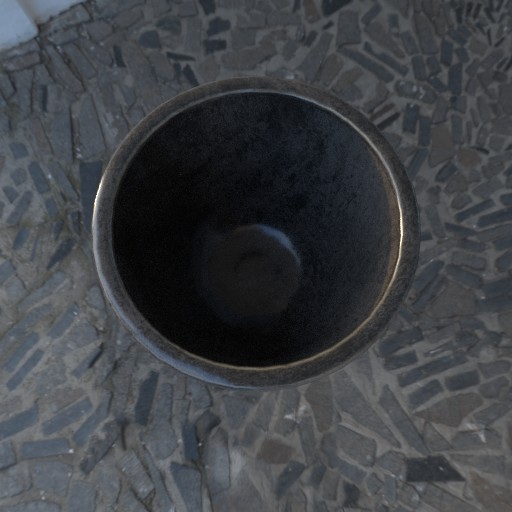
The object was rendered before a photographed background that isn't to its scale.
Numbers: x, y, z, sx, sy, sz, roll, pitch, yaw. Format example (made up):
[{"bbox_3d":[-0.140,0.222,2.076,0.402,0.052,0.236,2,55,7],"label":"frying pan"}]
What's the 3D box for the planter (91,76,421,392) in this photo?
[{"bbox_3d":[0.000,0.000,0.304,0.172,0.160,0.172,0,76,0],"label":"planter"}]
